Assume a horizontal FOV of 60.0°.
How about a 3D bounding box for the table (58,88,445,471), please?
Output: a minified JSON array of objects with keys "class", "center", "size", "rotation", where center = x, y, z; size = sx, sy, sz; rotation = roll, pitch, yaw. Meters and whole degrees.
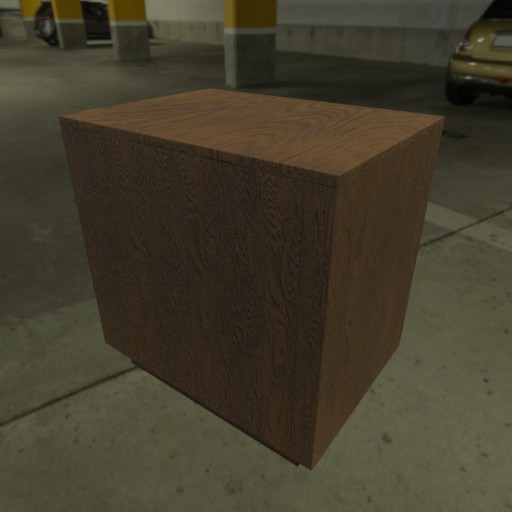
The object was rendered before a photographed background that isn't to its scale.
[{"class":"table","center":[0.000,0.000,0.943],"size":[0.560,0.585,0.439],"rotation":[20,34,31]}]
